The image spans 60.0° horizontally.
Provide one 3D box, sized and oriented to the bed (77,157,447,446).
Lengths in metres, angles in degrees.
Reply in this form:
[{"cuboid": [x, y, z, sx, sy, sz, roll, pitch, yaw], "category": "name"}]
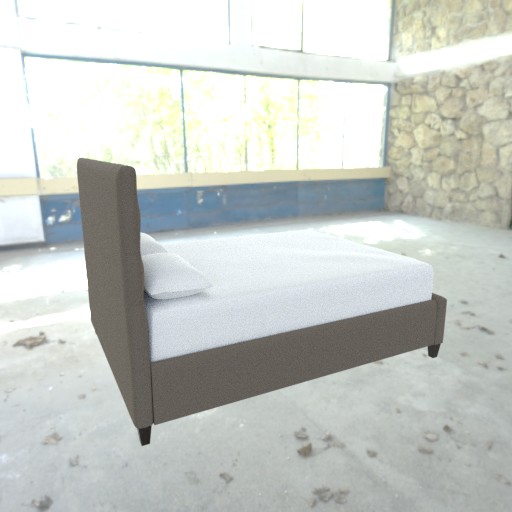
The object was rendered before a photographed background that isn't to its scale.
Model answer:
[{"cuboid": [0.000, 0.000, 3.313, 2.233, 1.426, 1.696, -7, 16, -27], "category": "bed"}]
